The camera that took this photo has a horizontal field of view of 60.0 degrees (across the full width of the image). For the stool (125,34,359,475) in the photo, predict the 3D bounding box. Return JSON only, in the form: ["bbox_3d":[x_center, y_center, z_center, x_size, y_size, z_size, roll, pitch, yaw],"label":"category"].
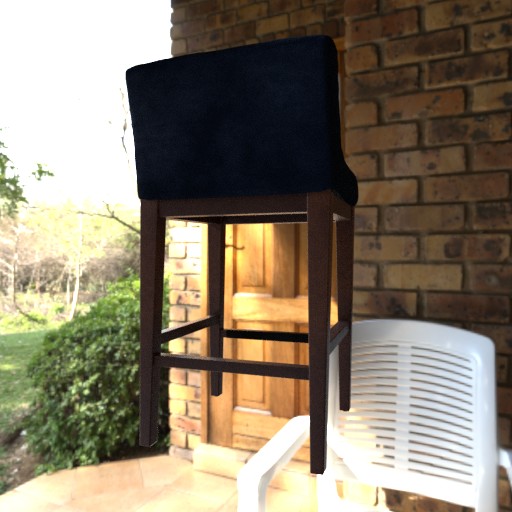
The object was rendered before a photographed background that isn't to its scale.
[{"bbox_3d":[0.000,0.000,1.219,0.511,0.945,0.516,0,0,19],"label":"stool"}]
